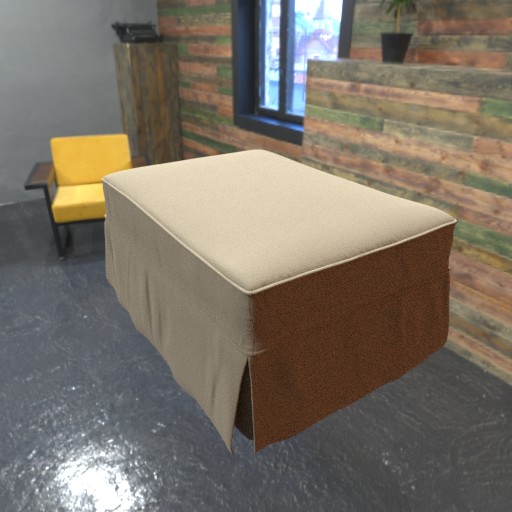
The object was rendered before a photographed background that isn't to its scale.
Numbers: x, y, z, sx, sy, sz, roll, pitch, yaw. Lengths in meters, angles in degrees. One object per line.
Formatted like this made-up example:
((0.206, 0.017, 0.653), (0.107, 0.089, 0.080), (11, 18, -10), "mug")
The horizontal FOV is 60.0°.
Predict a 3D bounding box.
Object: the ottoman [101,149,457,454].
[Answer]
((0.000, 0.000, 1.358), (0.721, 0.482, 0.959), (-17, 31, -30), "ottoman")
